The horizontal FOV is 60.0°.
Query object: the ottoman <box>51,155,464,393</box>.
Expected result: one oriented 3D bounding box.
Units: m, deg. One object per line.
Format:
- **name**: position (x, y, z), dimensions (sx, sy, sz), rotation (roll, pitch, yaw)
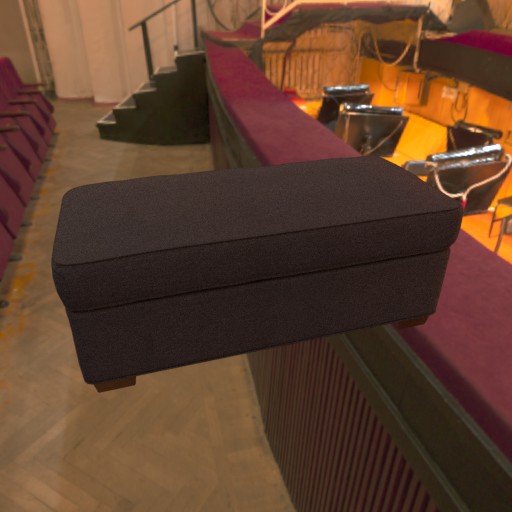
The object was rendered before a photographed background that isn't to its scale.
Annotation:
- **ottoman**: position (0.000, 0.000, 1.408), dimensions (1.110, 0.460, 0.515), rotation (-9, 32, -14)
